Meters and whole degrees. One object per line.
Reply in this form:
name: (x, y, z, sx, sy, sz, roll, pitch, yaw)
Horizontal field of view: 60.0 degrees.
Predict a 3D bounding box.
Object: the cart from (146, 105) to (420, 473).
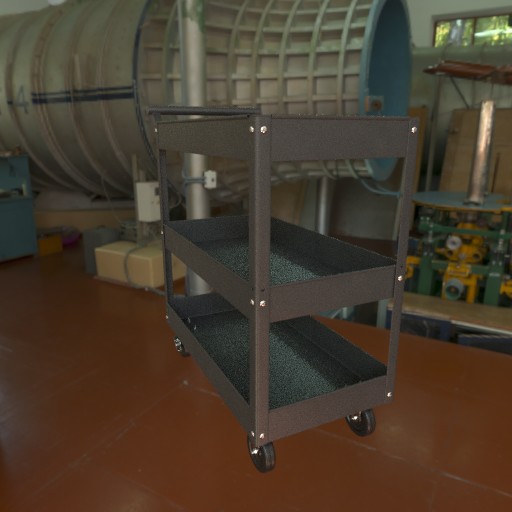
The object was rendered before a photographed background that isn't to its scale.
cart: (0.000, 0.000, 1.169, 0.366, 0.780, 0.719, -8, 17, -25)
